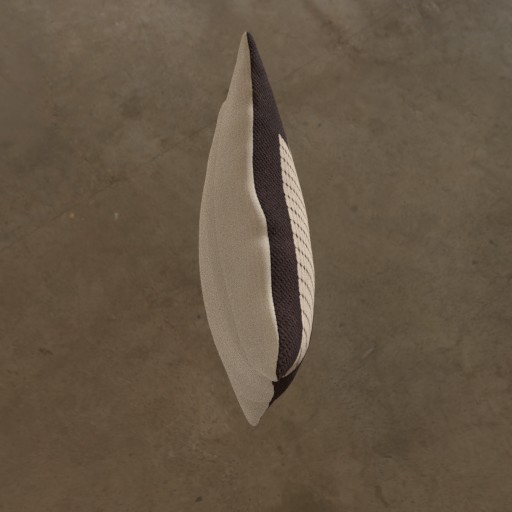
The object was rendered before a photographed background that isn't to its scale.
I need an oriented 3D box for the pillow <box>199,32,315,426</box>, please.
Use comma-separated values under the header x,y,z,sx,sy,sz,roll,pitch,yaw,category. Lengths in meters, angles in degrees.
x,y,z,sx,sy,sz,roll,pitch,yaw,category
0.000,0.000,0.712,0.178,0.473,0.475,-3,64,-1,pillow
